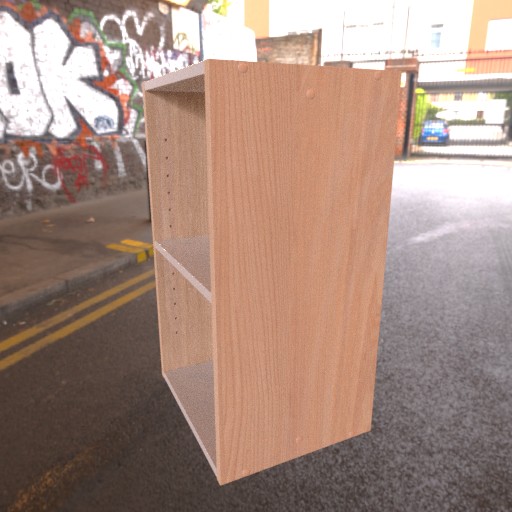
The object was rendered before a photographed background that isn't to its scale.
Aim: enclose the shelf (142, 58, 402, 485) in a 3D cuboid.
[{"bbox_3d":[0.000,0.000,0.800,0.290,0.600,0.350,-8,18,-25],"label":"shelf"}]
